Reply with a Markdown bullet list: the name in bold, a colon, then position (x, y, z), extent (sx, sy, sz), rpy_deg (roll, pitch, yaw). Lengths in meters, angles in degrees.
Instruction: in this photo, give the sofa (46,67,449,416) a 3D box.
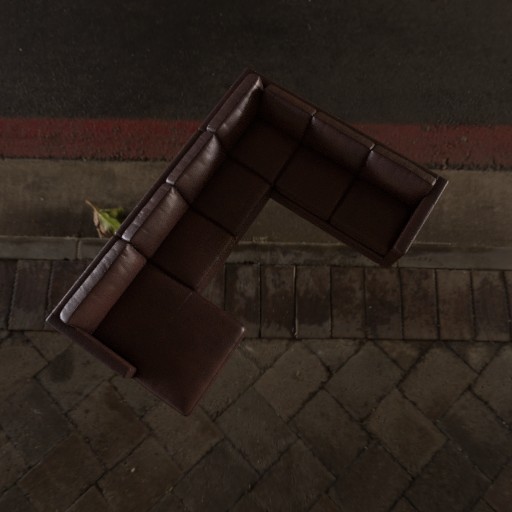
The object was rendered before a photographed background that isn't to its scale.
- **sofa**: position (0.000, 0.000, 4.530), extent (2.452, 0.891, 3.324), rpy_deg (33, 77, 9)
